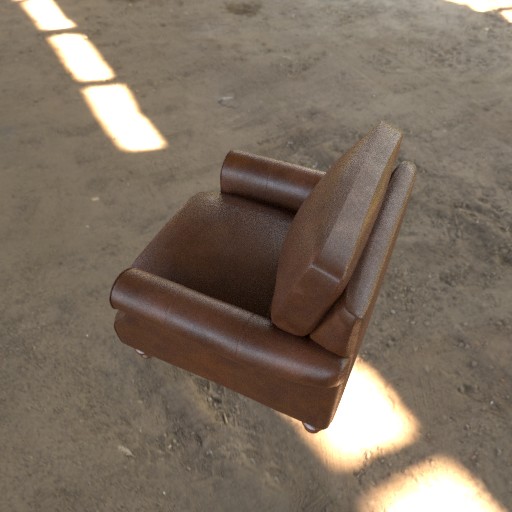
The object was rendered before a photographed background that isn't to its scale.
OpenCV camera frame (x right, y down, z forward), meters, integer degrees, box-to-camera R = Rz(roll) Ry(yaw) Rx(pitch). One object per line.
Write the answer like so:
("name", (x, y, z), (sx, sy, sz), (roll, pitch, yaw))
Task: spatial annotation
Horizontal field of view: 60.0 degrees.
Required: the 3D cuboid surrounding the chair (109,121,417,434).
("chair", (0.000, 0.000, 1.790), (0.992, 0.972, 0.989), (19, 50, 17))
